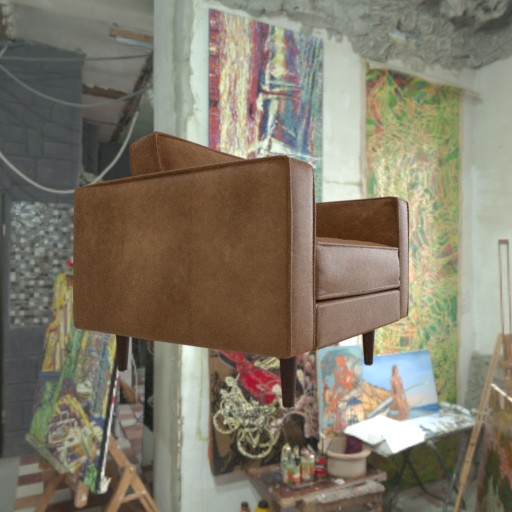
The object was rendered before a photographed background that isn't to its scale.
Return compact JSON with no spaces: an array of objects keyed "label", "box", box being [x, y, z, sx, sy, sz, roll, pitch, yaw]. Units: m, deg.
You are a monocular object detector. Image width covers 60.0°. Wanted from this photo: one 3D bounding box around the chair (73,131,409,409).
[{"label":"chair","box":[0.000,0.000,1.507,0.798,0.767,0.928,0,-1,35]}]
